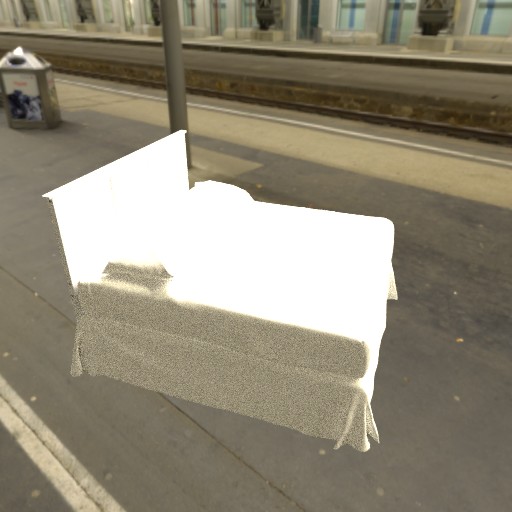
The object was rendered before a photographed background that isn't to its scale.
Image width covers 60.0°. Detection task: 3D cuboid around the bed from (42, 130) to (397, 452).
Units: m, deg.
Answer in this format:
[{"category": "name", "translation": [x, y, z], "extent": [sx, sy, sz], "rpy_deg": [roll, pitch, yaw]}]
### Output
[{"category": "bed", "translation": [0.000, 0.000, 3.181], "extent": [2.047, 1.269, 1.876], "rpy_deg": [10, 30, 17]}]
